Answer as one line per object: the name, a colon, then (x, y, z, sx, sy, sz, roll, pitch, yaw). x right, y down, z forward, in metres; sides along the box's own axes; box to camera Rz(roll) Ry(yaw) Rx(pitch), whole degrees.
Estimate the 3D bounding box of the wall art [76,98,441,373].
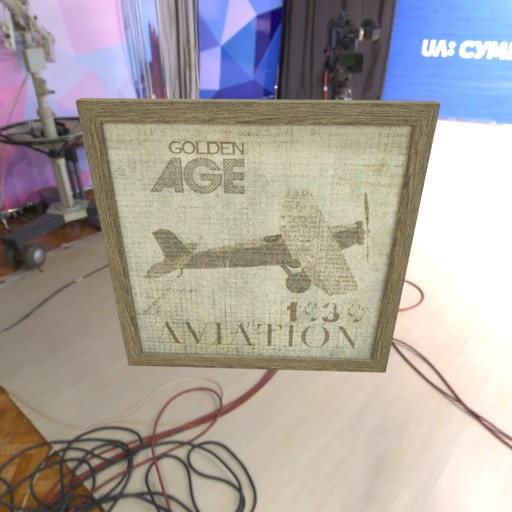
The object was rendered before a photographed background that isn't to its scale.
wall art: (0.000, 0.000, 0.753, 0.508, 0.508, 0.019, 1, 31, 2)
